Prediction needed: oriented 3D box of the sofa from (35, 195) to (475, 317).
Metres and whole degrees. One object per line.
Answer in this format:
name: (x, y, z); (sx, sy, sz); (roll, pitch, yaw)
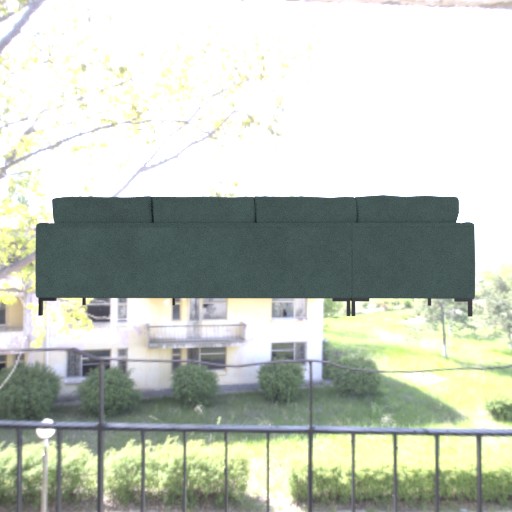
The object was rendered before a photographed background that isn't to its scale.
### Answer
sofa: (0.000, 0.000, 3.287); (2.486, 0.687, 1.707); (0, -1, 1)
